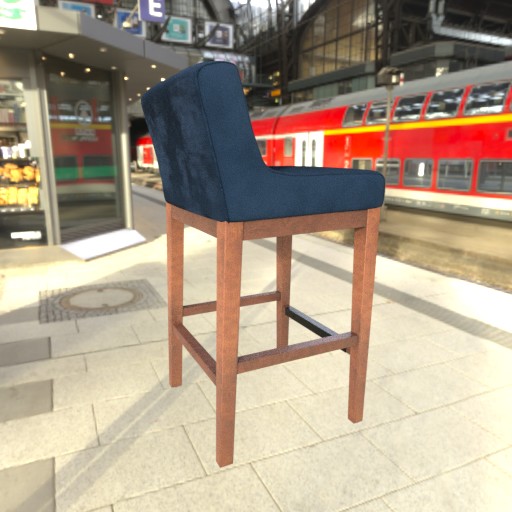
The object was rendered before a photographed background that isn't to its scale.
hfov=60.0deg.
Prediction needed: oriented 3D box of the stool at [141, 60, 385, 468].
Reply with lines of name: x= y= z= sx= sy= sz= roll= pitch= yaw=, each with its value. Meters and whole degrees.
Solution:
stool: x=0.000 y=0.000 z=1.276 sx=0.516 sy=0.945 sz=0.511 roll=-6 pitch=14 yaw=-26
